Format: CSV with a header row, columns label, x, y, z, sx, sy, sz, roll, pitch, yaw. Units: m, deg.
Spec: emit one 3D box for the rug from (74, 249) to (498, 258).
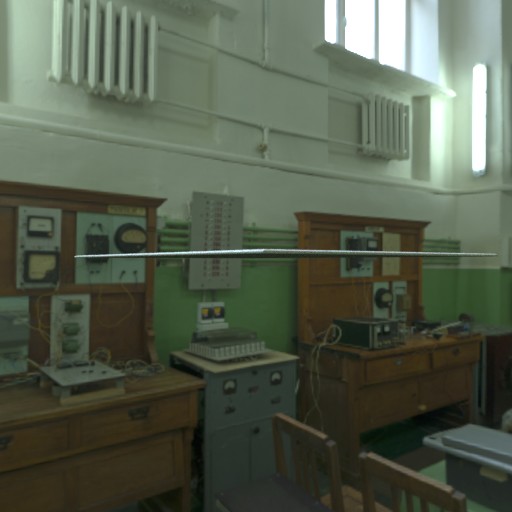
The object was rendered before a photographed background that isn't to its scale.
label,x,y,z,sx,sy,sz,roll,pitch,yaw
rug,0.000,0.000,2.772,1.598,0.014,2.202,0,-1,-37
